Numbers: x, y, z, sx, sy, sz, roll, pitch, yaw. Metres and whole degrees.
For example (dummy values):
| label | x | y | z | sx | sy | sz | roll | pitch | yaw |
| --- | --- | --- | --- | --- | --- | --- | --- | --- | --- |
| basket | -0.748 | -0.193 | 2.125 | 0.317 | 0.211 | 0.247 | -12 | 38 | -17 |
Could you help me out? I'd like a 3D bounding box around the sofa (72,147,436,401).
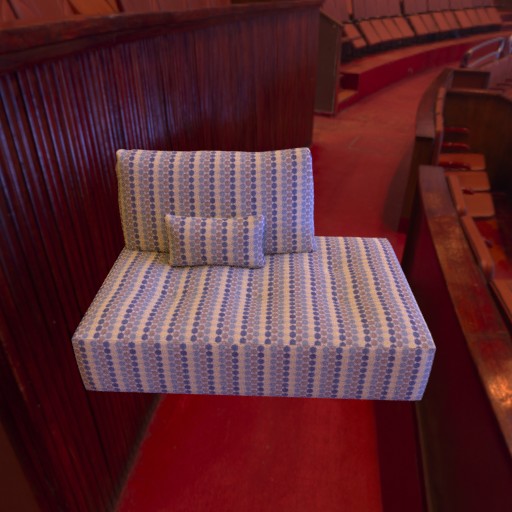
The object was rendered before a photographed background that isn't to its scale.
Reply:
| label | x | y | z | sx | sy | sz | roll | pitch | yaw |
| --- | --- | --- | --- | --- | --- | --- | --- | --- | --- |
| sofa | 0.000 | 0.000 | 2.080 | 1.450 | 0.820 | 1.000 | 1 | 31 | 2 |
